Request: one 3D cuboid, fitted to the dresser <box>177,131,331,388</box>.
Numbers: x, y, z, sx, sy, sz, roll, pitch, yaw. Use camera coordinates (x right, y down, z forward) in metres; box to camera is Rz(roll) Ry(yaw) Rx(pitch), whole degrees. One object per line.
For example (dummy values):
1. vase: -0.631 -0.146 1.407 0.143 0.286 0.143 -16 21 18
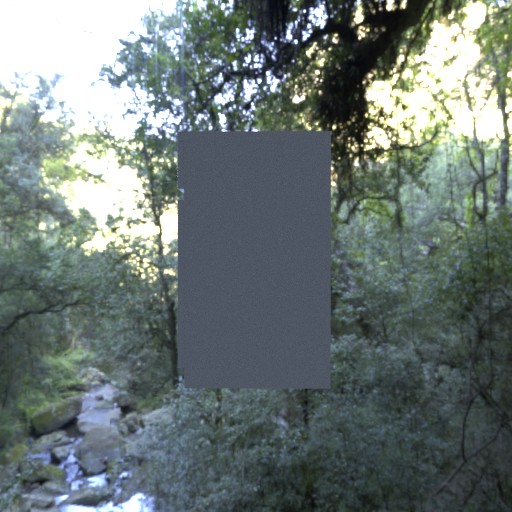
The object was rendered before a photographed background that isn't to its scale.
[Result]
1. dresser: 0.000 0.000 2.545 0.500 0.840 2.200 0 1 0
